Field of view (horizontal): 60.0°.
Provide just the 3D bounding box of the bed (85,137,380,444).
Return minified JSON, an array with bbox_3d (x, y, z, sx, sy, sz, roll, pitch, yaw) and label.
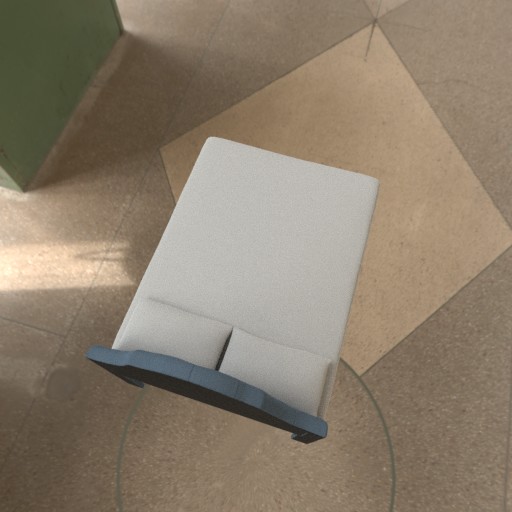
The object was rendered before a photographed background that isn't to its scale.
[{"bbox_3d":[0.000,0.000,3.274,1.636,1.575,2.155,16,66,7],"label":"bed"}]
